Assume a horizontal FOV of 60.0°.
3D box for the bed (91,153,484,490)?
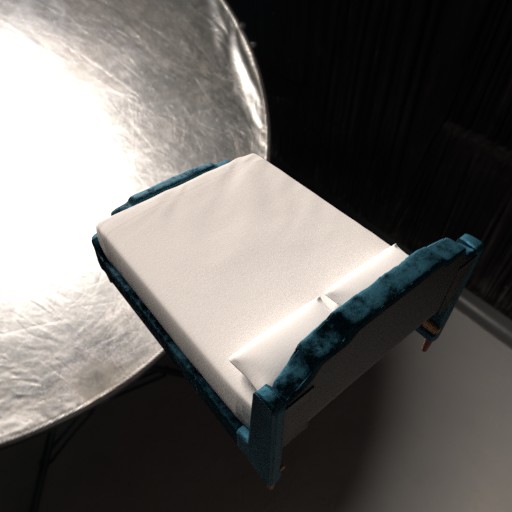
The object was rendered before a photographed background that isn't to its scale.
[{"bbox_3d":[0.000,0.000,3.245,1.678,1.338,2.322,-30,53,-26],"label":"bed"}]
